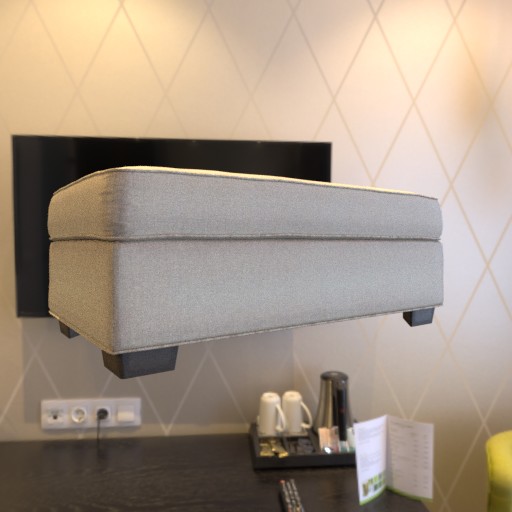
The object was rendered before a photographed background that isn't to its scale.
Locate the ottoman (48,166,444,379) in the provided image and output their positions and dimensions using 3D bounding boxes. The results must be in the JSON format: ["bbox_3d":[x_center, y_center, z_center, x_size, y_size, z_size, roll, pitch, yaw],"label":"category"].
[{"bbox_3d":[0.000,0.000,1.382,1.097,0.448,0.617,-1,2,-35],"label":"ottoman"}]
